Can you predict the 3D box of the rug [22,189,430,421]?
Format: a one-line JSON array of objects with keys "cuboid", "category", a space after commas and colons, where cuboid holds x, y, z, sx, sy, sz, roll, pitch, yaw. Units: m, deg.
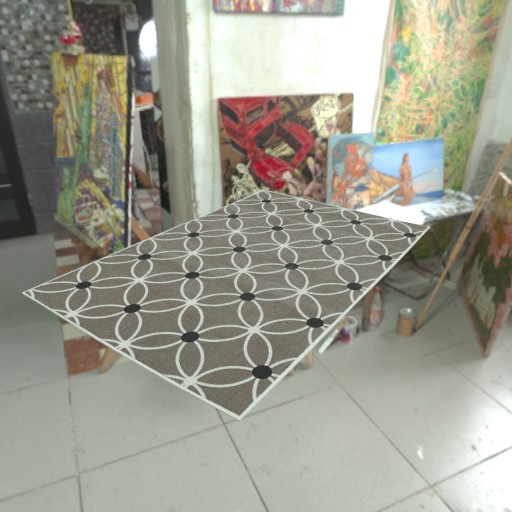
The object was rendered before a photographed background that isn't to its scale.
[{"cuboid": [0.000, 0.000, 2.834, 1.522, 0.008, 2.284, 18, 31, 32], "category": "rug"}]
